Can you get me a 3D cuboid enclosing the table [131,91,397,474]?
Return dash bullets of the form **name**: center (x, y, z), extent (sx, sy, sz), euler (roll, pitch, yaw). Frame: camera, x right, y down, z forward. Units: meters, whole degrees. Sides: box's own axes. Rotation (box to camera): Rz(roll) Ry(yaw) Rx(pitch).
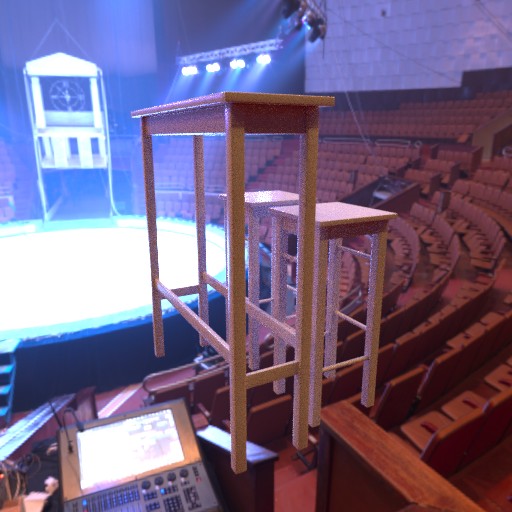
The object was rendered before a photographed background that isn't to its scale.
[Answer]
- **table**: center (0.000, 0.000, 1.674), extent (0.650, 1.065, 0.915), euler (-8, 17, -27)
